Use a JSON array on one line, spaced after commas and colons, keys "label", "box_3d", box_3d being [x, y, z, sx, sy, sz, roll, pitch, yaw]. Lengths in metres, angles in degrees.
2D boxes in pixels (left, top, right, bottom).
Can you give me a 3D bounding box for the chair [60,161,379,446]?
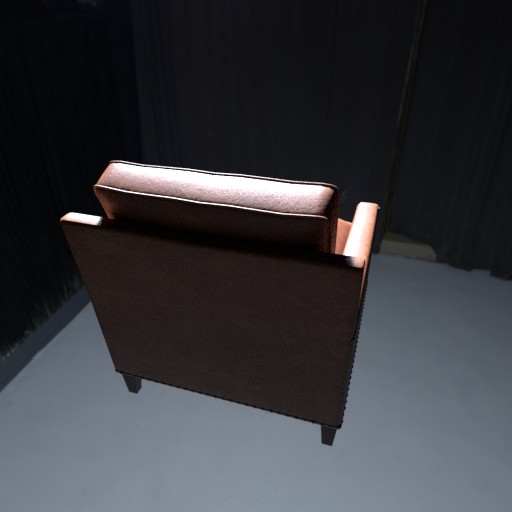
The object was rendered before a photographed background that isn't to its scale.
[{"label": "chair", "box_3d": [0.000, 0.000, 1.712, 0.853, 0.943, 1.014, 9, 32, 15]}]
